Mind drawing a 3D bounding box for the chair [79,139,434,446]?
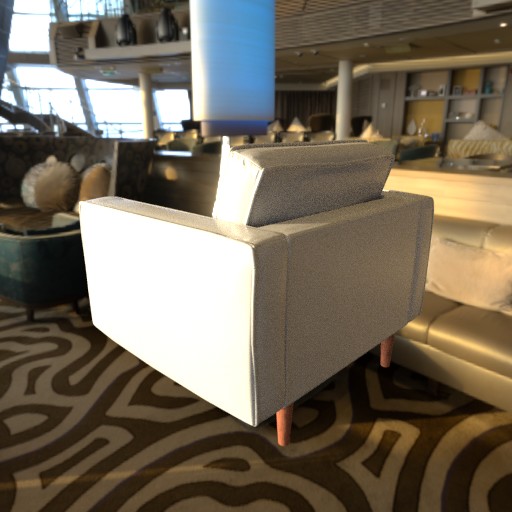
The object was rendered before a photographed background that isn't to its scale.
[{"bbox_3d":[0.000,0.000,1.518,0.843,0.773,0.928,15,23,42],"label":"chair"}]
